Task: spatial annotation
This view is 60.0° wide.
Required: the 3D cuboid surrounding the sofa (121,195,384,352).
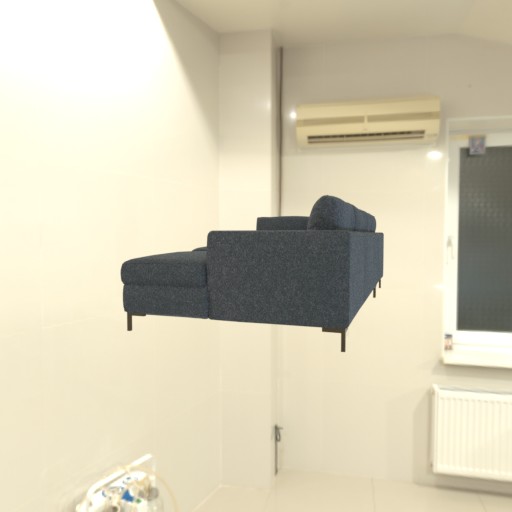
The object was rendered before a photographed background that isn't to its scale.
[{"bbox_3d":[0.000,0.000,3.904,2.007,0.813,2.956,1,3,19],"label":"sofa"}]
